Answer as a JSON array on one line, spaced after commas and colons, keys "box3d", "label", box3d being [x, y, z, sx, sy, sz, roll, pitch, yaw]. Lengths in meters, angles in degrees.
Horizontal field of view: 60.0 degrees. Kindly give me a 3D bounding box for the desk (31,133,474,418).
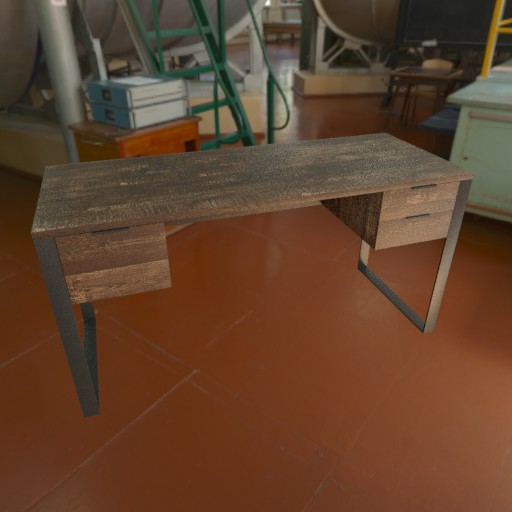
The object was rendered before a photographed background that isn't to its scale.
[{"box3d": [0.000, 0.000, 1.880, 1.524, 0.762, 0.599, -10, 32, -16], "label": "desk"}]
